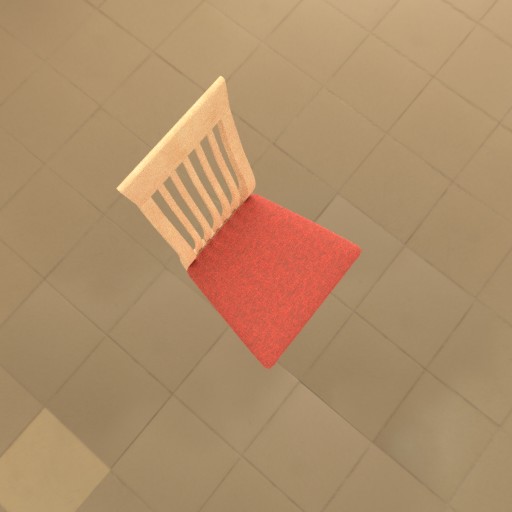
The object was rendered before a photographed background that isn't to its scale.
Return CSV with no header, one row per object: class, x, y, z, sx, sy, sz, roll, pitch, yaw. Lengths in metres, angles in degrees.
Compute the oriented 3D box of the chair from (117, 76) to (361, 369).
chair,0.000,0.000,1.287,0.474,1.027,0.460,39,81,7
